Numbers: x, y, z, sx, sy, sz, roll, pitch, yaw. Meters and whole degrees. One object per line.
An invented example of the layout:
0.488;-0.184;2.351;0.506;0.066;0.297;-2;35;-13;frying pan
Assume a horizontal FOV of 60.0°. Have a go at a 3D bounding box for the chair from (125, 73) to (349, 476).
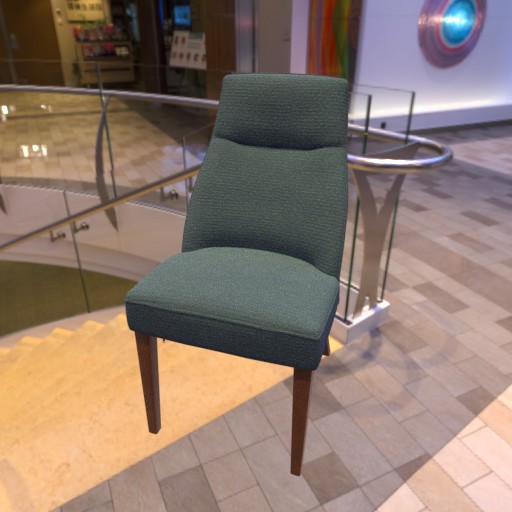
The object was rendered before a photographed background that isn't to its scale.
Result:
0.000;0.000;1.272;0.500;0.930;0.620;9;29;16;chair
